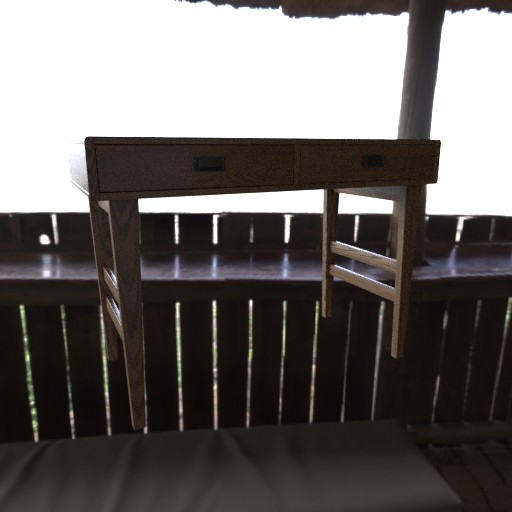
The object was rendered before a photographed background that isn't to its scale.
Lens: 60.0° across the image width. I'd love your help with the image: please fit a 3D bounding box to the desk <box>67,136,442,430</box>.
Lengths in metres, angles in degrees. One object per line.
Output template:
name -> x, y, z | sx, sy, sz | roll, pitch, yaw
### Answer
desk -> 0.000, 0.000, 1.481 | 1.067, 0.755, 0.508 | -7, 15, -26
